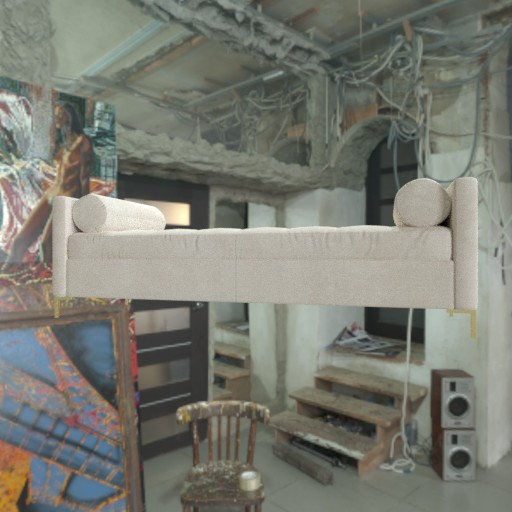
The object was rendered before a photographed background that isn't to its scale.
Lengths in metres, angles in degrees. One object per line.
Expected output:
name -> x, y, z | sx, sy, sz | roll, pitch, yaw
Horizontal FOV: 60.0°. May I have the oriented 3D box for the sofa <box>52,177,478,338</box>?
sofa -> 0.000, 0.000, 2.305 | 1.981, 0.635, 0.686 | 0, 0, 17
